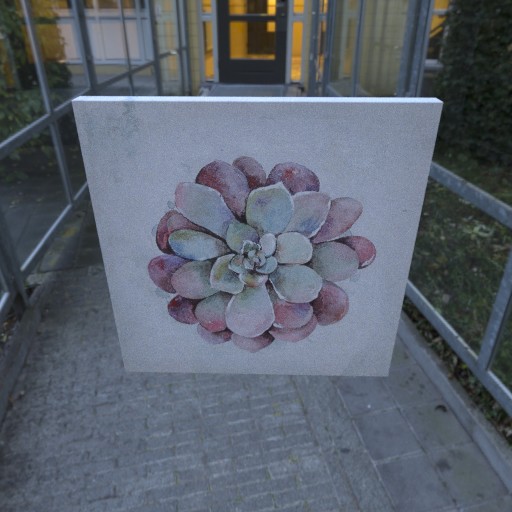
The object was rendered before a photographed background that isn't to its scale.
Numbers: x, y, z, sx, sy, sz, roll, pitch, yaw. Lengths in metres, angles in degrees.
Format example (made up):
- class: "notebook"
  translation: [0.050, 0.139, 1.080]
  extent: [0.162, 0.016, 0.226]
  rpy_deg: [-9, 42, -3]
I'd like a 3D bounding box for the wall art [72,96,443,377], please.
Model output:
- class: "wall art"
  translation: [0.000, 0.000, 0.889]
  extent: [0.605, 0.605, 0.044]
  rpy_deg: [1, 30, 1]
